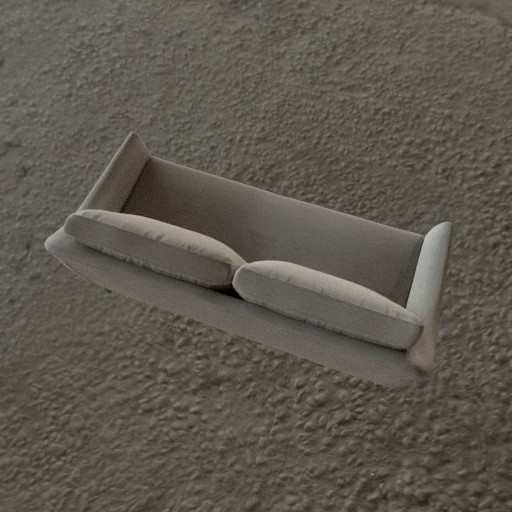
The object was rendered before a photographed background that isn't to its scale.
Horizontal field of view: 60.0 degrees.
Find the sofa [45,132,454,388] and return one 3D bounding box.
[{"bbox_3d":[0.000,0.000,2.559,2.036,0.913,0.980,18,64,9],"label":"sofa"}]
